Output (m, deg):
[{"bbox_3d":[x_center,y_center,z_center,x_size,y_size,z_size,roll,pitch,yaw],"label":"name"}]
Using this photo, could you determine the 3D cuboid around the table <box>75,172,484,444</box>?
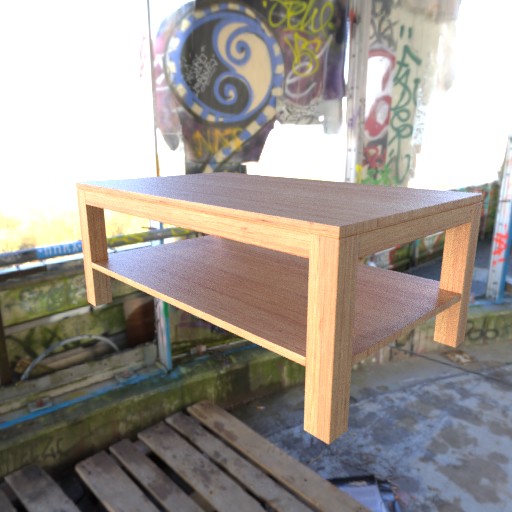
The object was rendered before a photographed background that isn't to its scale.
[{"bbox_3d":[0.000,0.000,1.484,0.695,0.457,1.146,-14,20,-42],"label":"table"}]
